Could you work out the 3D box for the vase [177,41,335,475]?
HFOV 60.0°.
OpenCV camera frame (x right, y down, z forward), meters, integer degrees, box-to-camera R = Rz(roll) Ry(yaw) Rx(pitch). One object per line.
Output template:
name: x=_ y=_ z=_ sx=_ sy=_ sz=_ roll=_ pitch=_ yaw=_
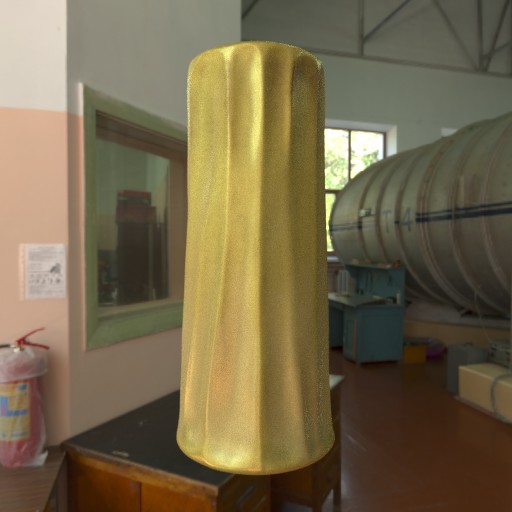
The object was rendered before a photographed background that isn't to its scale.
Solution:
vase: x=0.000 y=0.000 z=0.172 sx=0.061 sy=0.143 sz=0.061 roll=0 pitch=1 yaw=0
